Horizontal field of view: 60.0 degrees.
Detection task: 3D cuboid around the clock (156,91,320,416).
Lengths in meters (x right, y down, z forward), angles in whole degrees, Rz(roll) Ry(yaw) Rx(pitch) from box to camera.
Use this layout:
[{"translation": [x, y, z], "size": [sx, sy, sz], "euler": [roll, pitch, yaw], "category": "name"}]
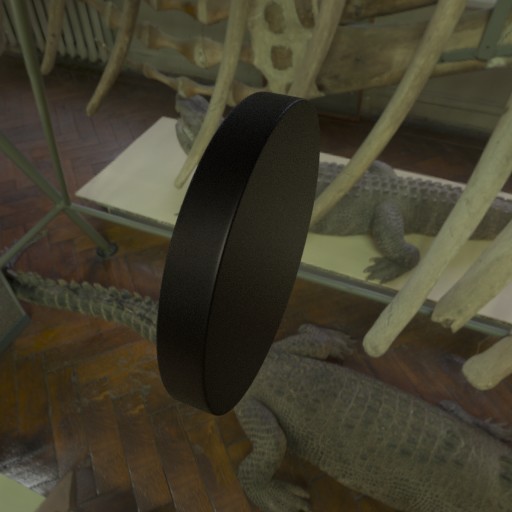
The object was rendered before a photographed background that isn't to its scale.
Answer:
[{"translation": [0.000, 0.000, 0.453], "size": [0.040, 0.314, 0.314], "euler": [16, 48, 15], "category": "clock"}]
